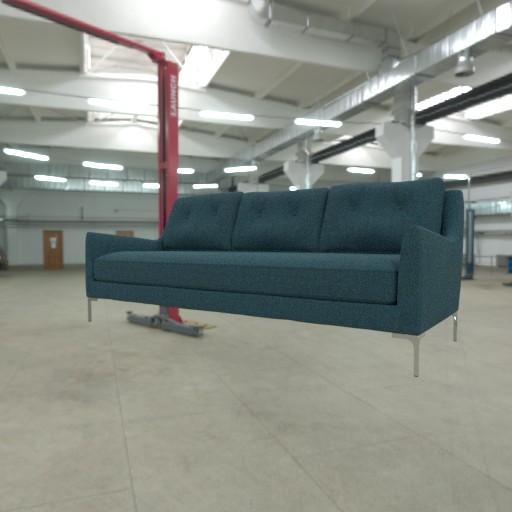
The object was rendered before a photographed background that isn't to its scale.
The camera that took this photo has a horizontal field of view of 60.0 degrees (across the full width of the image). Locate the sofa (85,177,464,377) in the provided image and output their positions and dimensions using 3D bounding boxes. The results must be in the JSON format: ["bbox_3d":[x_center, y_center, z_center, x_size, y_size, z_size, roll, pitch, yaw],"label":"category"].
[{"bbox_3d":[0.000,0.000,2.530,2.060,0.837,0.849,1,2,35],"label":"sofa"}]
